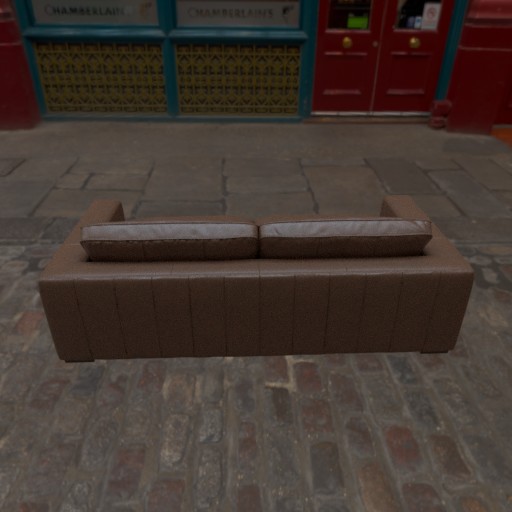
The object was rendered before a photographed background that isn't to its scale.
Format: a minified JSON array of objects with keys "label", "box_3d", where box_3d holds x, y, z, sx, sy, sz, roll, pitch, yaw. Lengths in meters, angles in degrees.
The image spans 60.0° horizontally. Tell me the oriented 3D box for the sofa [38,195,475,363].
[{"label":"sofa","box_3d":[0.000,0.000,2.786,2.262,0.801,1.070,-1,30,-2]}]
